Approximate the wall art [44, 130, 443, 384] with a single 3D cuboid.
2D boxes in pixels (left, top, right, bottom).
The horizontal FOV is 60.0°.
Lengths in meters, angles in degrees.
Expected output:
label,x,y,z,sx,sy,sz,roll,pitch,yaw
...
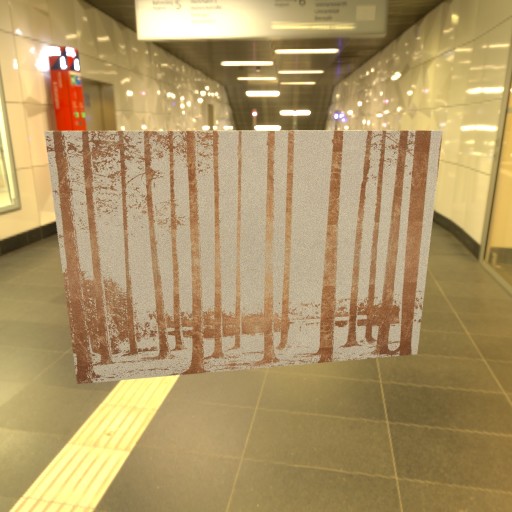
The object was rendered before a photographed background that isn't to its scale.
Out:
label,x,y,z,sx,sy,sz,roll,pitch,yaw
wall art,0.000,0.000,0.745,0.609,0.405,0.035,-3,17,-9
